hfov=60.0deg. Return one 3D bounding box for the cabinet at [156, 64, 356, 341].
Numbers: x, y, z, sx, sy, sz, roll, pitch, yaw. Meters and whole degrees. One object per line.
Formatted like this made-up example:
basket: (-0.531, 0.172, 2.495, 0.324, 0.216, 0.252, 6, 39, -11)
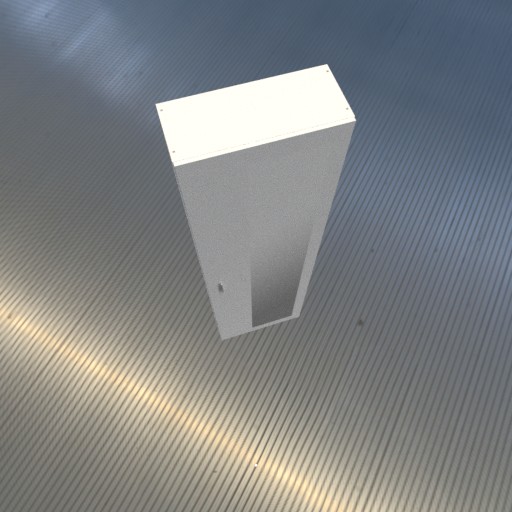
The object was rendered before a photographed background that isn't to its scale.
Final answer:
cabinet: (0.000, 0.000, 2.000, 0.500, 1.790, 0.230, -16, 66, -7)
